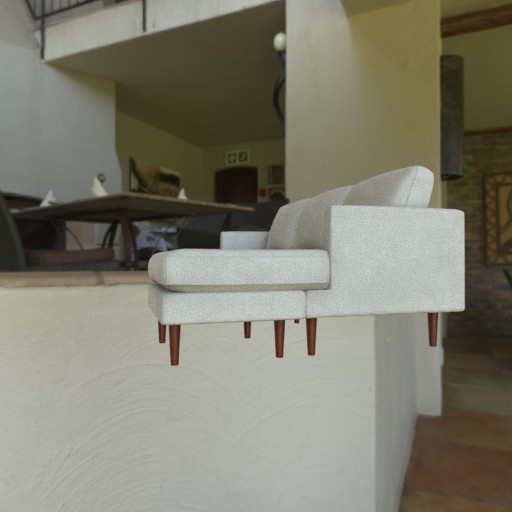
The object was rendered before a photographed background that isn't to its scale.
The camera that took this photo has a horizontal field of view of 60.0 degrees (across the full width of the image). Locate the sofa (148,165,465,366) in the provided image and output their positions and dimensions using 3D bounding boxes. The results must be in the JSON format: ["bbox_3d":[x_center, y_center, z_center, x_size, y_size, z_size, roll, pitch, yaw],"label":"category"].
[{"bbox_3d":[0.000,0.000,3.054,1.504,0.956,2.233,0,0,-18],"label":"sofa"}]
